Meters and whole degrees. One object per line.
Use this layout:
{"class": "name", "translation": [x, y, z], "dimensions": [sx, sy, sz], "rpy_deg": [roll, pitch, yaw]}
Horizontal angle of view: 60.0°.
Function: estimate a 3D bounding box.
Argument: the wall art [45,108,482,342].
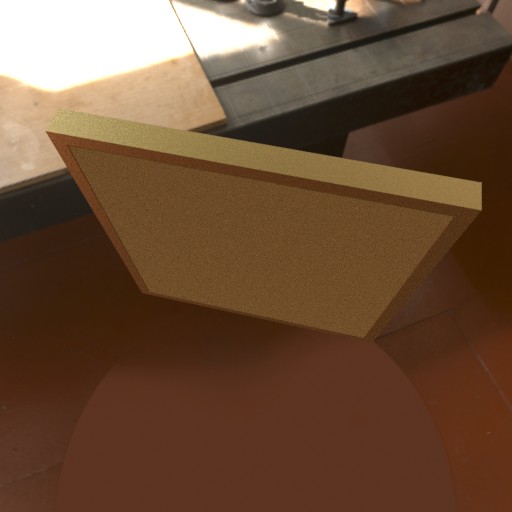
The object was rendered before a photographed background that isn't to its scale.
{"class": "wall art", "translation": [0.000, 0.000, 1.866], "dimensions": [1.284, 1.284, 0.095], "rpy_deg": [11, 63, 6]}
